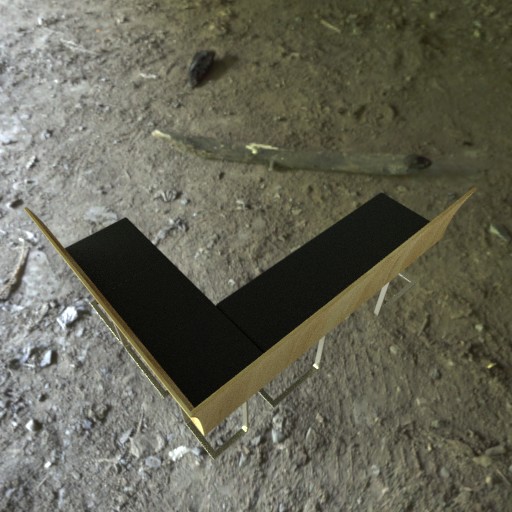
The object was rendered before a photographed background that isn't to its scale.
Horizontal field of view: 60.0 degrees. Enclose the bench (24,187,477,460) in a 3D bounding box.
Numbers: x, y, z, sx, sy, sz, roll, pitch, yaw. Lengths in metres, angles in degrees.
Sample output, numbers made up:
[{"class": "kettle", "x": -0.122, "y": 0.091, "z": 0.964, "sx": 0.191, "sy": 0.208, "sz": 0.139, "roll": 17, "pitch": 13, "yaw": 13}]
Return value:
[{"class": "bench", "x": 0.000, "y": 0.000, "z": 2.731, "sx": 1.945, "sy": 0.930, "sz": 1.495, "roll": -33, "pitch": 56, "yaw": -27}]
